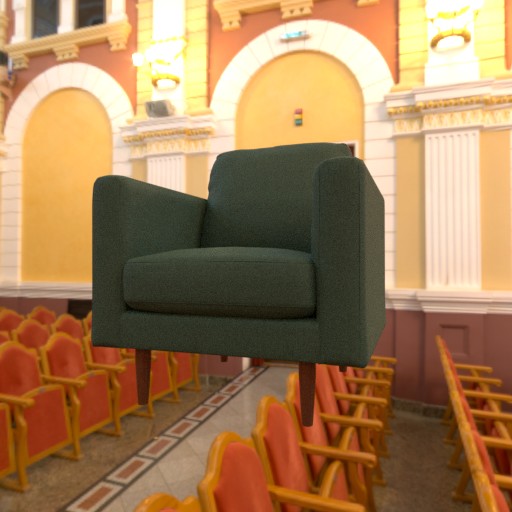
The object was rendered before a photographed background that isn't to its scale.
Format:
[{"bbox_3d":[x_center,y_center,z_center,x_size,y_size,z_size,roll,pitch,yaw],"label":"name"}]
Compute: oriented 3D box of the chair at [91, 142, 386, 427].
[{"bbox_3d":[0.000,0.000,1.591,0.855,0.927,0.800,0,-1,20],"label":"chair"}]
